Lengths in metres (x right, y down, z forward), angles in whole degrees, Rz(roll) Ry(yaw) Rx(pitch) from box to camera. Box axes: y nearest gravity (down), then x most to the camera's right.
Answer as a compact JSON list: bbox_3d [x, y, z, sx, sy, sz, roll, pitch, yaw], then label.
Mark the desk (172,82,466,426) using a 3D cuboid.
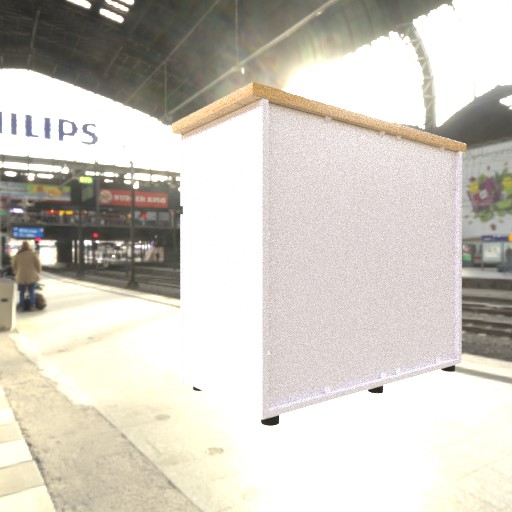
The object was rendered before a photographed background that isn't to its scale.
[{"bbox_3d":[0.000,0.000,1.695,0.900,0.760,1.170,0,0,-37],"label":"desk"}]
